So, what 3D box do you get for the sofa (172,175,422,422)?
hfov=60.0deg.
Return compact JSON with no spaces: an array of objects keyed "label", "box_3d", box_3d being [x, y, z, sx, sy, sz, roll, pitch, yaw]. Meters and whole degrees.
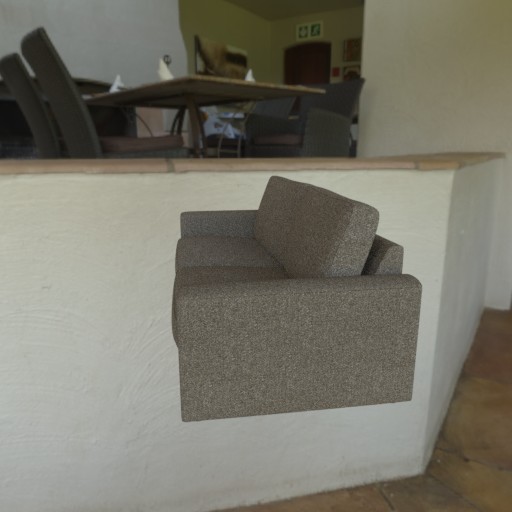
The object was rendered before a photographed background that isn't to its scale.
[{"label":"sofa","box_3d":[0.000,0.000,2.764,1.016,0.873,2.179,-2,14,-9]}]
